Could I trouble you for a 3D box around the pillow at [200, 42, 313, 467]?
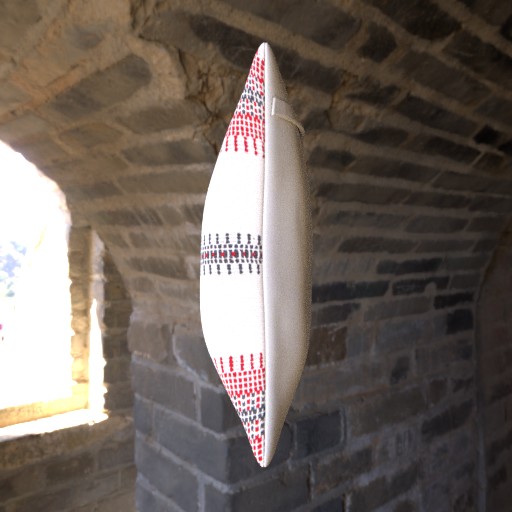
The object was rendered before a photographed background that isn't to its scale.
[{"bbox_3d":[0.000,0.000,0.700,0.160,0.454,0.463,0,0,-1],"label":"pillow"}]
